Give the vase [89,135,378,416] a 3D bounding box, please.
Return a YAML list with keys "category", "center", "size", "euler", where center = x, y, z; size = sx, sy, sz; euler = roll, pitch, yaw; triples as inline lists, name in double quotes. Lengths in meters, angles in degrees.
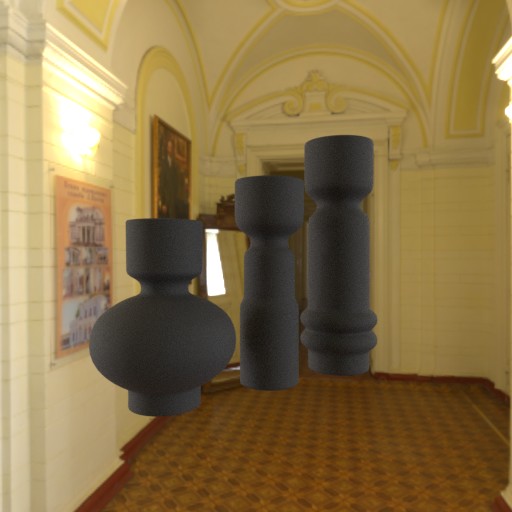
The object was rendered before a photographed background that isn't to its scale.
- category: "vase"
  center: [0.000, 0.000, 0.426]
  size: [0.307, 0.249, 0.120]
  euler: [0, 0, -35]
